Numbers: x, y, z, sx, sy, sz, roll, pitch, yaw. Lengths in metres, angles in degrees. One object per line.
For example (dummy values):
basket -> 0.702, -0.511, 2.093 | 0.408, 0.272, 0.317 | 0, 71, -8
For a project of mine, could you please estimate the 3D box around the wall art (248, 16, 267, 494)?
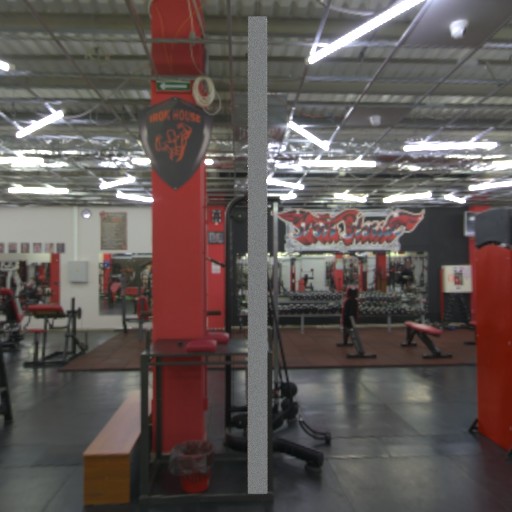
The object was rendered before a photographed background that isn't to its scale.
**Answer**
wall art -> 0.000, 0.000, 1.153 | 0.037, 0.916, 0.610 | 0, -2, -1
